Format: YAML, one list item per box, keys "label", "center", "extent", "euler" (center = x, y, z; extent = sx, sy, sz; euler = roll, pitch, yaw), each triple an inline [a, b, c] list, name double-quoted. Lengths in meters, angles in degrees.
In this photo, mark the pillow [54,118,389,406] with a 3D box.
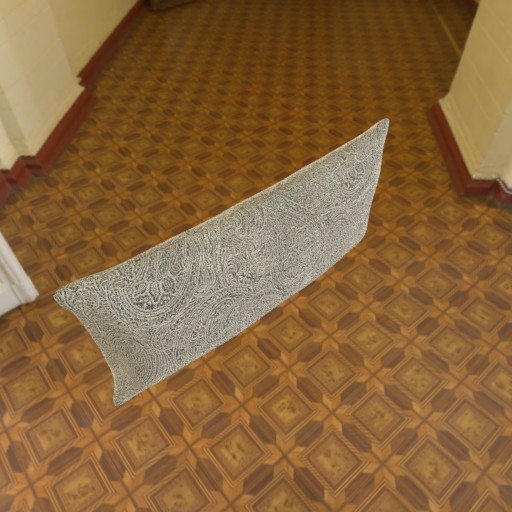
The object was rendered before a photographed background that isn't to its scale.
- label: "pillow"
  center: [0.000, 0.000, 0.753]
  extent: [0.615, 0.295, 0.151]
  euler: [-32, 54, -26]
